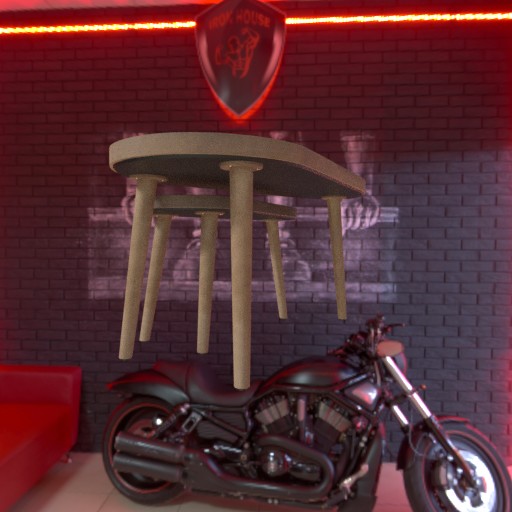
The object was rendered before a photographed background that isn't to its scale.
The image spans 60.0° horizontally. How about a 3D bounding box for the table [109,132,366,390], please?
[{"bbox_3d":[0.000,0.000,1.576,0.701,0.595,1.190,1,2,37],"label":"table"}]
